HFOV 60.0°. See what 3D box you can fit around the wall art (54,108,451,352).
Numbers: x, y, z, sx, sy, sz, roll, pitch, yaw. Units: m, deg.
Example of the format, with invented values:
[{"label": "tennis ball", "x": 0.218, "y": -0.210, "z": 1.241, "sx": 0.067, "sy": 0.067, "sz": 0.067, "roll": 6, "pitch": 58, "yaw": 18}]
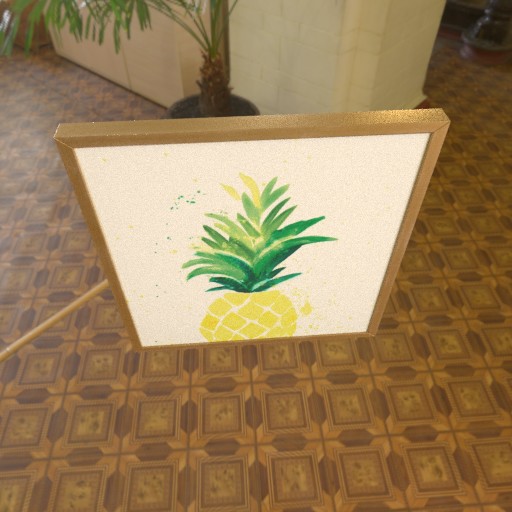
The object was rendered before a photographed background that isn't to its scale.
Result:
[{"label": "wall art", "x": 0.000, "y": 0.000, "z": 0.764, "sx": 0.510, "sy": 0.509, "sz": 0.033, "roll": -3, "pitch": 47, "yaw": -3}]
